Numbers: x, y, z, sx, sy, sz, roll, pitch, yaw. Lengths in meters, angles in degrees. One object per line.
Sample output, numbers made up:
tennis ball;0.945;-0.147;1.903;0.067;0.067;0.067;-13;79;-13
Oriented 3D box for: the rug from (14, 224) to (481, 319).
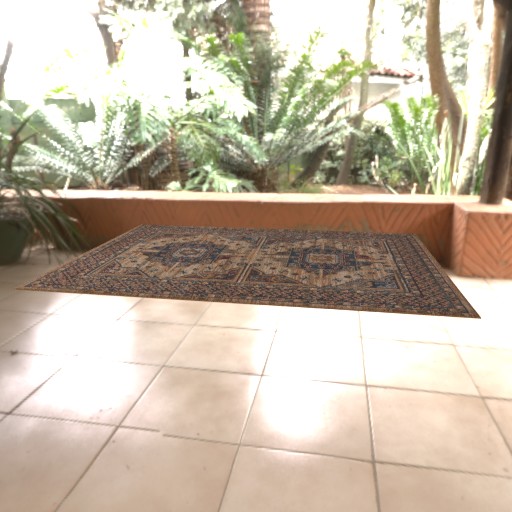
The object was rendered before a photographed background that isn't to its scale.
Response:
rug;0.000;0.000;2.837;2.227;0.008;1.611;3;16;9
